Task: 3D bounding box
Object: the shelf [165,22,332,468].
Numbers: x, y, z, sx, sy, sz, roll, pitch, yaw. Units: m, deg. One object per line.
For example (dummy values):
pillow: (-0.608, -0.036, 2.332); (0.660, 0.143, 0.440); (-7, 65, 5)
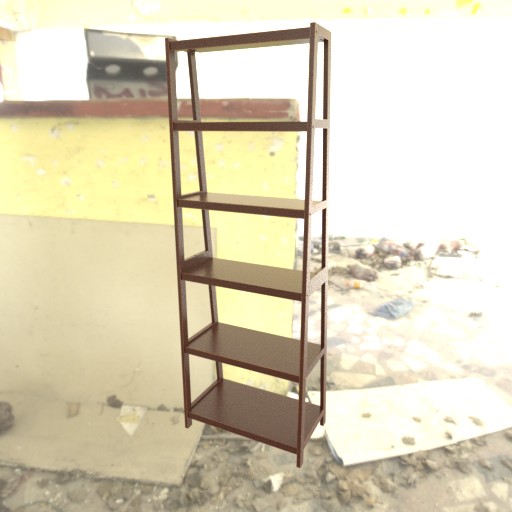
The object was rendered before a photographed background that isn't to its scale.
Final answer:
shelf: (0.000, 0.000, 2.121); (0.660, 1.892, 0.381); (8, 18, 25)
